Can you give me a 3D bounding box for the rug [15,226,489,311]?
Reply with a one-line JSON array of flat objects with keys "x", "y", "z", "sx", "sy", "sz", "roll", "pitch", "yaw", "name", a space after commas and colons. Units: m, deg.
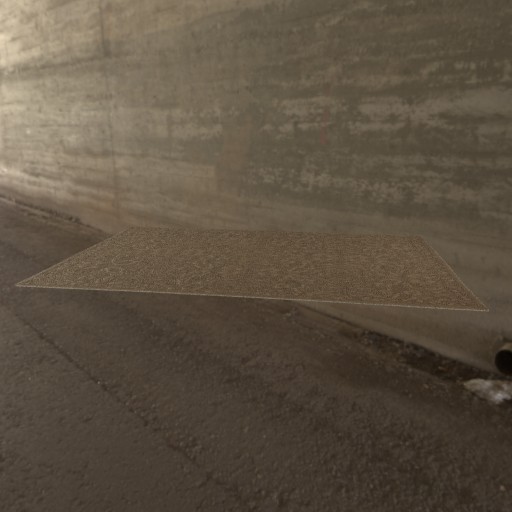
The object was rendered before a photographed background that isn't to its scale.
[{"x": 0.000, "y": 0.000, "z": 2.962, "sx": 2.435, "sy": 0.012, "sz": 1.529, "roll": 2, "pitch": 16, "yaw": 8, "name": "rug"}]
